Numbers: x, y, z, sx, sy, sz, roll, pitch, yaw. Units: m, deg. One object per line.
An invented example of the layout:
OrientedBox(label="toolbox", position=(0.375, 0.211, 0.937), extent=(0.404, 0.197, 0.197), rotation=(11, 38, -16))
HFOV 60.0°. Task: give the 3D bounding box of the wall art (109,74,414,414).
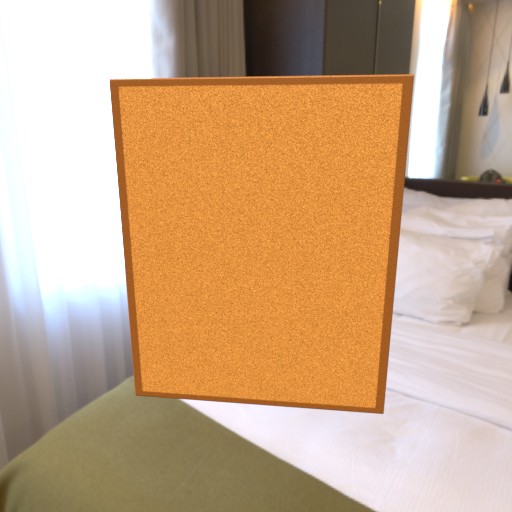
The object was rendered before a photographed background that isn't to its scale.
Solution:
OrientedBox(label="wall art", position=(0.000, 0.000, 0.504), extent=(0.310, 0.379, 0.015), rotation=(2, 16, 7))
